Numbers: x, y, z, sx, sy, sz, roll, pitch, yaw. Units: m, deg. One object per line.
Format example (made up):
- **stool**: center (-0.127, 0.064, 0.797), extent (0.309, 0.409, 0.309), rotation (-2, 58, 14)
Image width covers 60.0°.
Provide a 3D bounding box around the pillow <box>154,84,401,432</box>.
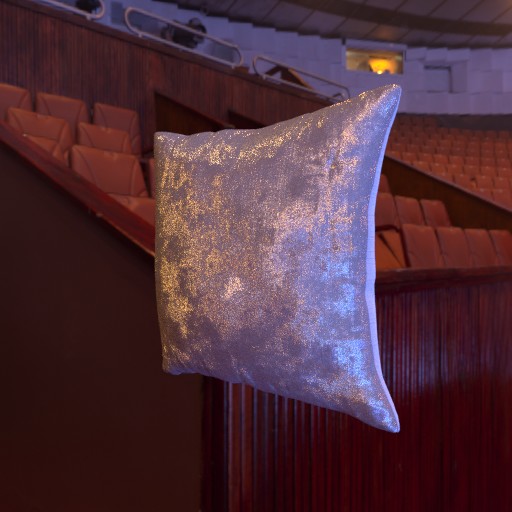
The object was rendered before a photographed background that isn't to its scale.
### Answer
- **pillow**: center (0.000, 0.000, 0.719), extent (0.470, 0.464, 0.175), rotation (1, 1, 36)
